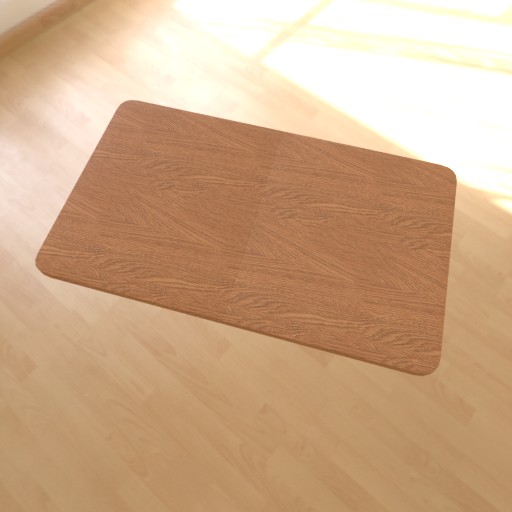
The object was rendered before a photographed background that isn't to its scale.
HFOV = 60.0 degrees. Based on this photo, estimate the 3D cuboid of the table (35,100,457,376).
[{"bbox_3d":[0.000,0.000,2.204,1.600,0.770,0.950,14,65,7],"label":"table"}]
